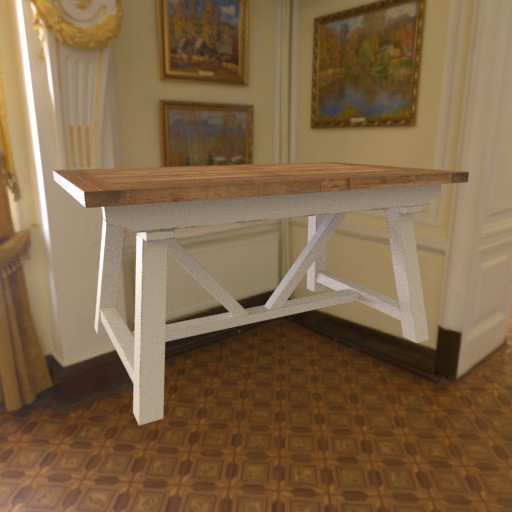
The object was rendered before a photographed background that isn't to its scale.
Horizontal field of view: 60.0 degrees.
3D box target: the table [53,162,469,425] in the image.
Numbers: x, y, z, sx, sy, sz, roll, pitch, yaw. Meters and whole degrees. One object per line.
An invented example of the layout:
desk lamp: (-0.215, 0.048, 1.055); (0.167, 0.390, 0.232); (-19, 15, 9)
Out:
table: (0.000, 0.000, 1.971); (1.503, 0.743, 0.922); (-8, 17, -27)
